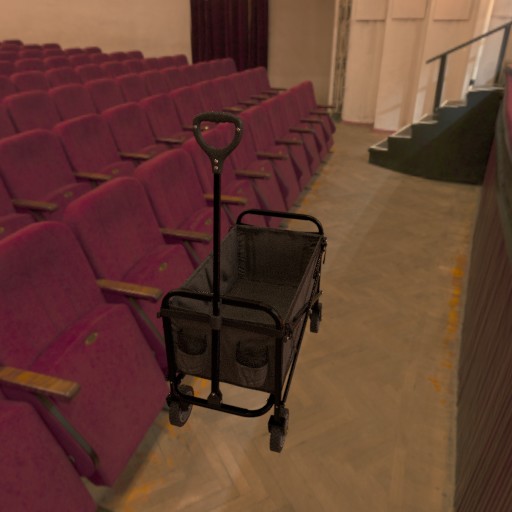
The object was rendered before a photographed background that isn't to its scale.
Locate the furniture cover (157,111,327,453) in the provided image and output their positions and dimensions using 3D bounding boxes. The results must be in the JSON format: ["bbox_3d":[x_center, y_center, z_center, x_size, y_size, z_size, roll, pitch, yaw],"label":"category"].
[{"bbox_3d":[0.000,0.000,1.882,0.532,1.295,1.038,8,28,15],"label":"furniture cover"}]
